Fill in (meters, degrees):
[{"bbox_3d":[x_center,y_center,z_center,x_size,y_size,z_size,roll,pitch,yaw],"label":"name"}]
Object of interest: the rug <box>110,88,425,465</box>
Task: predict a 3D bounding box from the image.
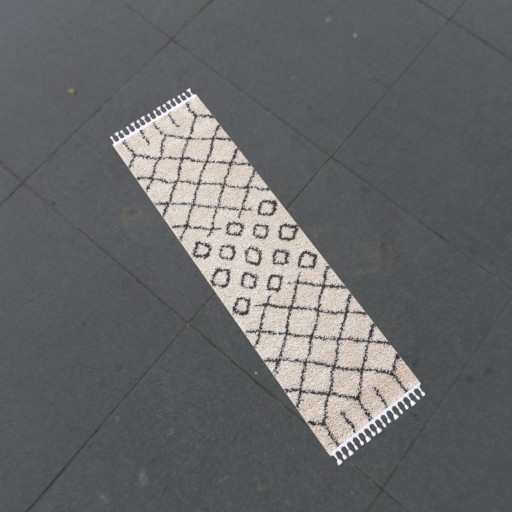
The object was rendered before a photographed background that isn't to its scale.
[{"bbox_3d":[0.000,0.000,2.733,0.660,0.005,2.464,-35,78,-9],"label":"rug"}]
